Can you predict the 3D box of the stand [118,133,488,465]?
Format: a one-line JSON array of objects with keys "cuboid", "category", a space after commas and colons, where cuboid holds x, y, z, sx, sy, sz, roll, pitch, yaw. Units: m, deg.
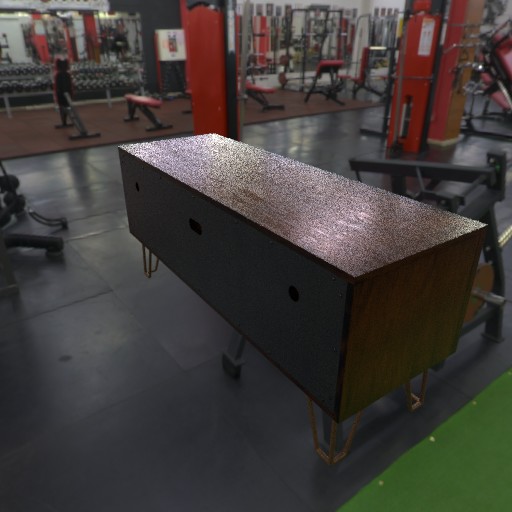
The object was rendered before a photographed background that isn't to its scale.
[{"cuboid": [0.000, 0.000, 1.631, 0.481, 0.610, 1.372, -17, 31, -31], "category": "stand"}]
